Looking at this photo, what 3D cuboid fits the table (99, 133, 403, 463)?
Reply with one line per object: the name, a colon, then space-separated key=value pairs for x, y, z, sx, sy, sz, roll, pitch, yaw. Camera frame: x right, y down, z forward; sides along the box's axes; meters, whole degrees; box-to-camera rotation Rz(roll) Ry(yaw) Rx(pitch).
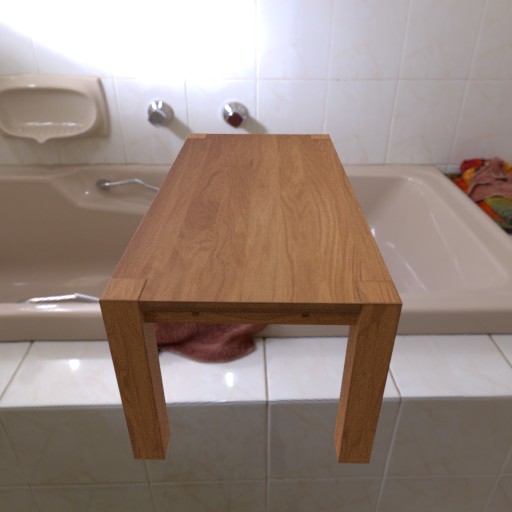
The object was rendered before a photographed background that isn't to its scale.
table: x=0.000 y=0.000 z=2.275 sx=0.900 sy=0.760 sz=1.800 roll=1 pitch=31 yaw=1
